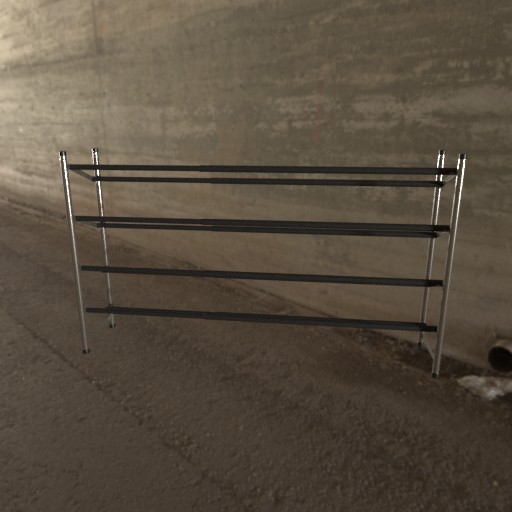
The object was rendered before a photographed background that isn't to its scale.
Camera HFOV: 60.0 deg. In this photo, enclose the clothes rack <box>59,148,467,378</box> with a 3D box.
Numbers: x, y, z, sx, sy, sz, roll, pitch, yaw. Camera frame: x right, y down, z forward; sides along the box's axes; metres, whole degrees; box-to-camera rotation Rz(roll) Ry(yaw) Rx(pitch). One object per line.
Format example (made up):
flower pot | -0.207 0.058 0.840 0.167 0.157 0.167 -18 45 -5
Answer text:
clothes rack | 0.000 0.000 1.449 1.168 0.672 0.229 2 16 7
